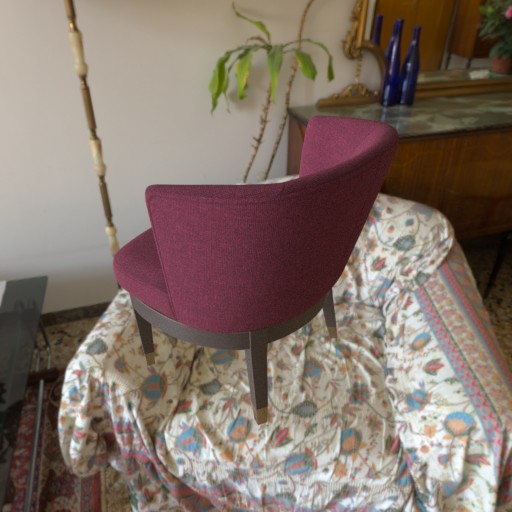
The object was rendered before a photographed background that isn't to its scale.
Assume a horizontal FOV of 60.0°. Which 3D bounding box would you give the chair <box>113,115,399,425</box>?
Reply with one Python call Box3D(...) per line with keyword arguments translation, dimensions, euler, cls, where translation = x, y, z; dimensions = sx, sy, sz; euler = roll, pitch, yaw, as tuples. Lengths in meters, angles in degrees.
Box3D(translation=(0.000, 0.000, 1.306), dimensions=(0.660, 0.760, 0.700), euler=(21, 38, 30), cls="chair")
